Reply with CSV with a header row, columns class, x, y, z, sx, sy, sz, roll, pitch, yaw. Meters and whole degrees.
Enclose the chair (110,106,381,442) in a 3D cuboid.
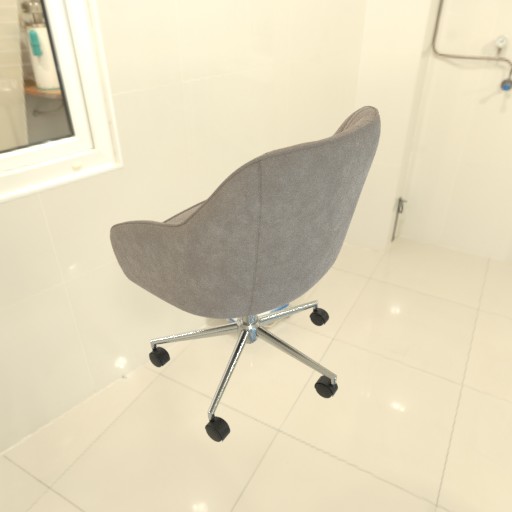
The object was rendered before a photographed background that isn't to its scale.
class,x,y,z,sx,sy,sz,roll,pitch,yaw
chair,0.000,0.000,1.265,0.573,0.831,0.635,21,38,30
